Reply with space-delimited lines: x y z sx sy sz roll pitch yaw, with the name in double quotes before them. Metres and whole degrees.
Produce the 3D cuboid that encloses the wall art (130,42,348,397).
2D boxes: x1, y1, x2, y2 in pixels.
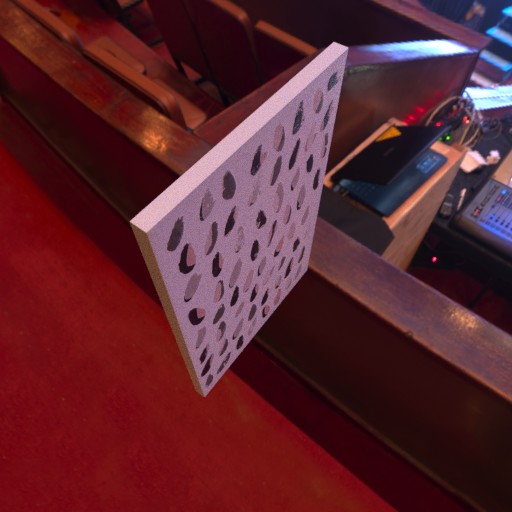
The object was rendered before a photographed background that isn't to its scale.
"wall art" 0.000 0.000 1.202 0.037 0.916 0.610 32 63 19
